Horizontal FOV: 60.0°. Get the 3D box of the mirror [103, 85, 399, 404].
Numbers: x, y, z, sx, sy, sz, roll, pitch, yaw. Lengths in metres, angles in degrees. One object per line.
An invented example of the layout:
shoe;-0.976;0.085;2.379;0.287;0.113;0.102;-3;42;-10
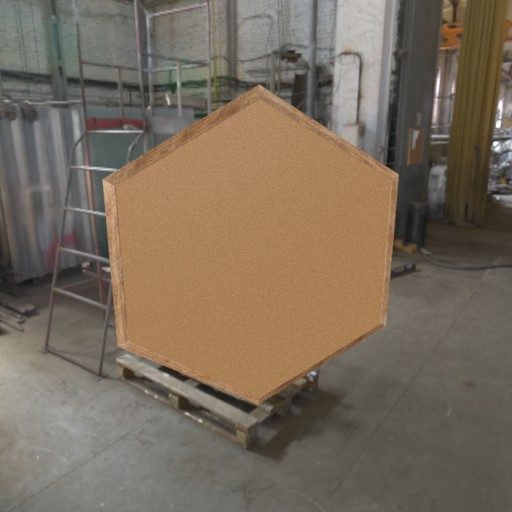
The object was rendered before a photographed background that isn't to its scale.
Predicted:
mirror;0.000;0.000;1.085;0.675;0.779;0.091;-3;16;-9
